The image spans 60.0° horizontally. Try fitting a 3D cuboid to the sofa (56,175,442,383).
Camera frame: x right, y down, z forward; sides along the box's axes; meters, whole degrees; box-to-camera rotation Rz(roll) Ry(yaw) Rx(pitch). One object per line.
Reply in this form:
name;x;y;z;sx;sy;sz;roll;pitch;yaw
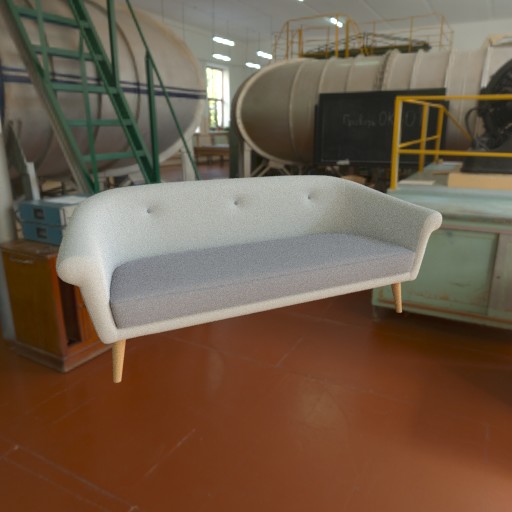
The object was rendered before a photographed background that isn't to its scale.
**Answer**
sofa;0.000;0.000;2.601;2.160;0.795;0.827;-8;18;-26
